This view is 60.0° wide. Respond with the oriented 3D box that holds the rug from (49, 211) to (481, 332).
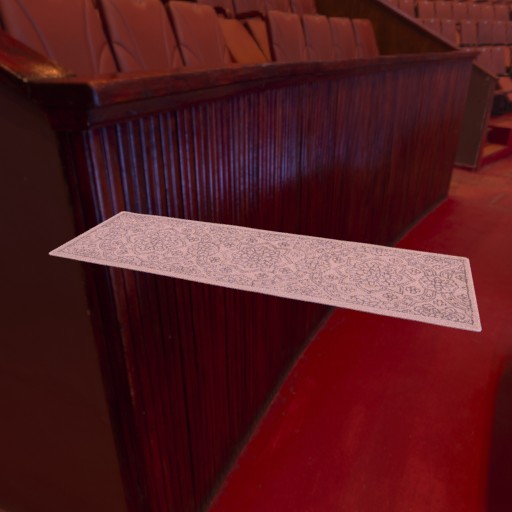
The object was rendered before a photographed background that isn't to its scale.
[{"bbox_3d":[0.000,0.000,2.691,2.431,0.006,0.806,9,27,17],"label":"rug"}]
